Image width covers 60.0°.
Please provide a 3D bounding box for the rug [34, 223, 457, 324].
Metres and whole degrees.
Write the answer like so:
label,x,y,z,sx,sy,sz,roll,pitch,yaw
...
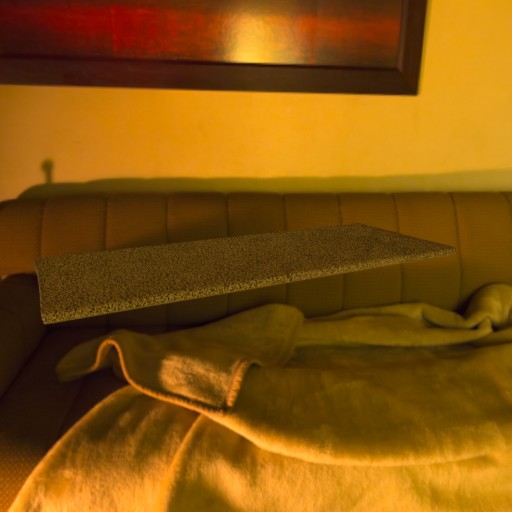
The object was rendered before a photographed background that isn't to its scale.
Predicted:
label,x,y,z,sx,sy,sz,roll,pitch,yaw
rug,0.000,0.000,1.708,1.524,0.030,0.609,-8,17,-26
